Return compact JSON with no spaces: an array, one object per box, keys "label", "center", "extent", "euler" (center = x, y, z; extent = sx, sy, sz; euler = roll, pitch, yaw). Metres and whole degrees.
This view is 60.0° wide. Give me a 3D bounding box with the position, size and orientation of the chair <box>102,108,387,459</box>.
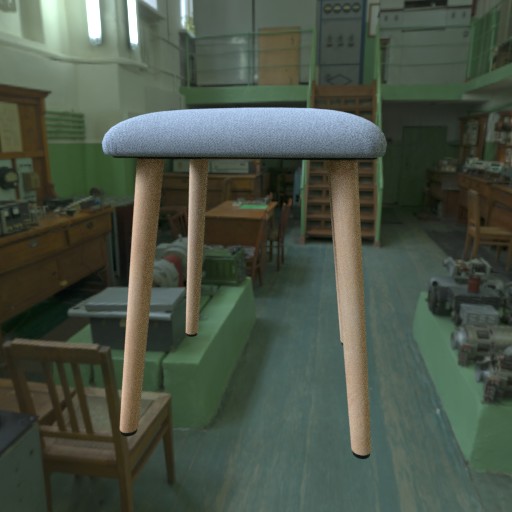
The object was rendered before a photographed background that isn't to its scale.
[{"label":"chair","center":[0.000,0.000,0.702],"extent":[0.350,0.440,0.350],"euler":[2,15,8]}]
